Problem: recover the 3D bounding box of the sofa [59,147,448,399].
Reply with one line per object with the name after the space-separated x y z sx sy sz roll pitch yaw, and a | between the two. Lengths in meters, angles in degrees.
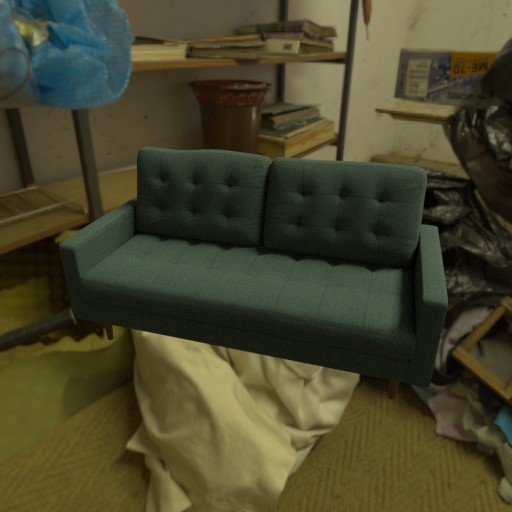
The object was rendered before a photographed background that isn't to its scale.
0.000 0.000 2.602 2.010 1.050 0.966 8 28 15 | sofa
